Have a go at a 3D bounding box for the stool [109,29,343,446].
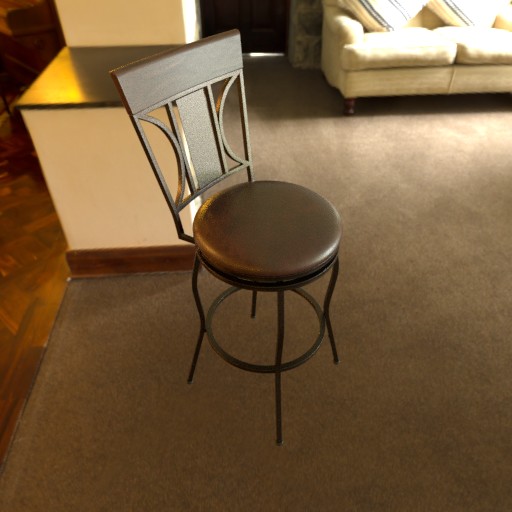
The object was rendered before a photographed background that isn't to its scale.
[{"bbox_3d":[0.000,0.000,1.365,0.513,1.130,0.448,25,46,27],"label":"stool"}]
